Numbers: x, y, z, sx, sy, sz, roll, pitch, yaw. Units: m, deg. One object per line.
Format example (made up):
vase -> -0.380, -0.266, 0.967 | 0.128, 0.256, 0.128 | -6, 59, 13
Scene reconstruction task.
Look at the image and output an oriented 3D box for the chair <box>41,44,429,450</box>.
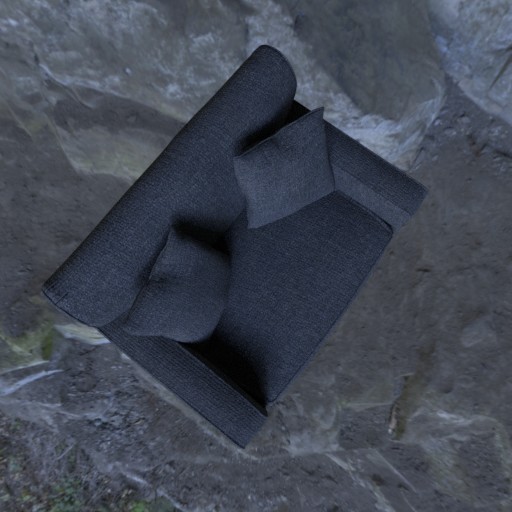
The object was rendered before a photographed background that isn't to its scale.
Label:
chair -> 0.000, 0.000, 2.078 | 1.000, 0.948, 1.383 | 37, 78, 9
